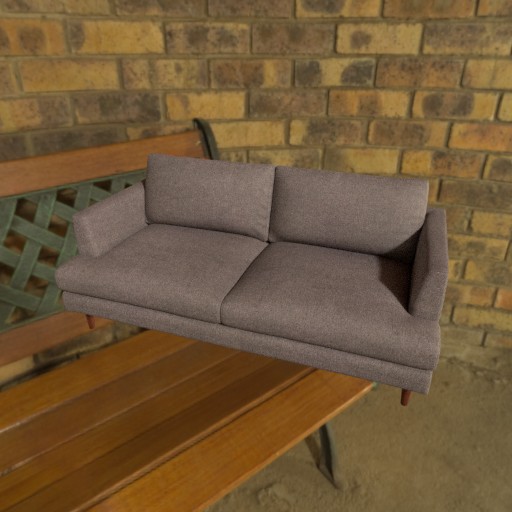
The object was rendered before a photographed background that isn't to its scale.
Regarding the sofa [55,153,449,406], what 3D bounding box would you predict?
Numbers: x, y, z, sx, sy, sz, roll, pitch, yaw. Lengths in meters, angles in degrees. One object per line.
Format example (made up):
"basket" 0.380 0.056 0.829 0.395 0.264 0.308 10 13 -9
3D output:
"sofa" 0.000 0.000 2.482 1.948 0.868 1.020 9 28 18
